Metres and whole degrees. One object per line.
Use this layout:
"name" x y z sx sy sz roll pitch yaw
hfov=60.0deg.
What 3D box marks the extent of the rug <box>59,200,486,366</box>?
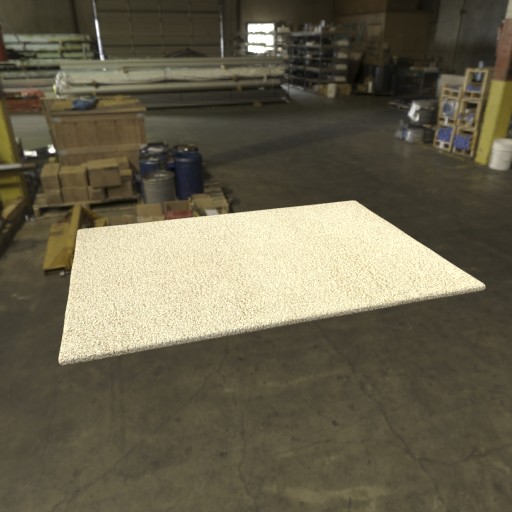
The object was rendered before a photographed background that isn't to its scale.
"rug" 0.000 0.000 2.263 1.778 0.030 1.219 -8 27 -15
